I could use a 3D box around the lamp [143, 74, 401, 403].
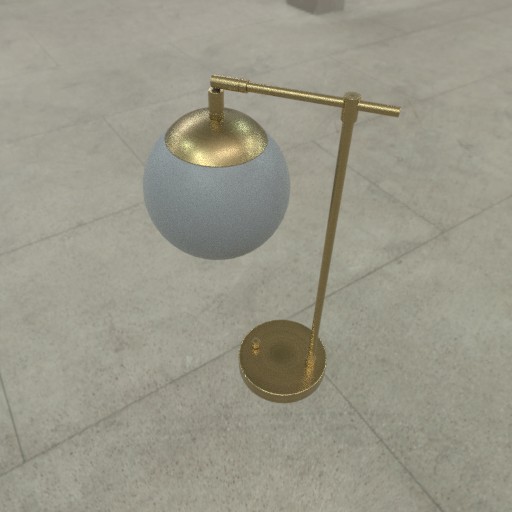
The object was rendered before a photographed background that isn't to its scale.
[{"bbox_3d":[0.000,0.000,0.696,0.324,0.559,0.207,15,47,15],"label":"lamp"}]
